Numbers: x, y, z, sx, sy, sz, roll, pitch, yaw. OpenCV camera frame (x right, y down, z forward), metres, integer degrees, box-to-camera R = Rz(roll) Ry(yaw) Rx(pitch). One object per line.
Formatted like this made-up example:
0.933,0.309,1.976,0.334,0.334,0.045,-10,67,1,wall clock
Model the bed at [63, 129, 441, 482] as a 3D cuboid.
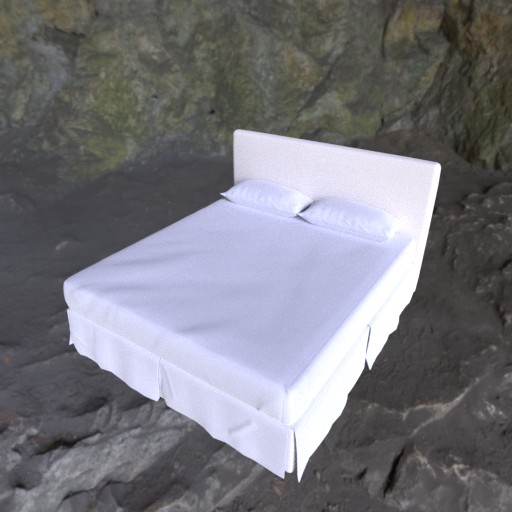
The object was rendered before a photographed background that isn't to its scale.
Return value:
0.000,0.000,3.550,2.119,1.317,2.341,18,34,29,bed
